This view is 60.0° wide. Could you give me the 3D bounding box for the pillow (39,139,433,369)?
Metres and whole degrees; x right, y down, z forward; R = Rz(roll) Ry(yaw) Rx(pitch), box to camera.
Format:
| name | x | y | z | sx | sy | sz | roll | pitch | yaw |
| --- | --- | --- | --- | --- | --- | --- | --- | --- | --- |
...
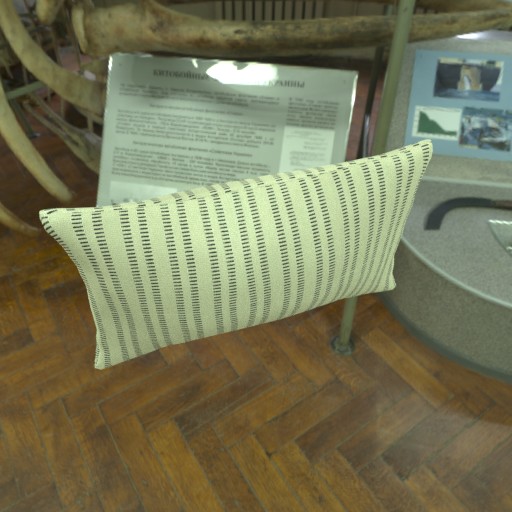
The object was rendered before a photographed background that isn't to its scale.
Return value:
| name | x | y | z | sx | sy | sz | roll | pitch | yaw |
| --- | --- | --- | --- | --- | --- | --- | --- | --- | --- |
| pillow | 0.000 | 0.000 | 0.794 | 0.640 | 0.353 | 0.210 | -13 | 44 | -14 |
